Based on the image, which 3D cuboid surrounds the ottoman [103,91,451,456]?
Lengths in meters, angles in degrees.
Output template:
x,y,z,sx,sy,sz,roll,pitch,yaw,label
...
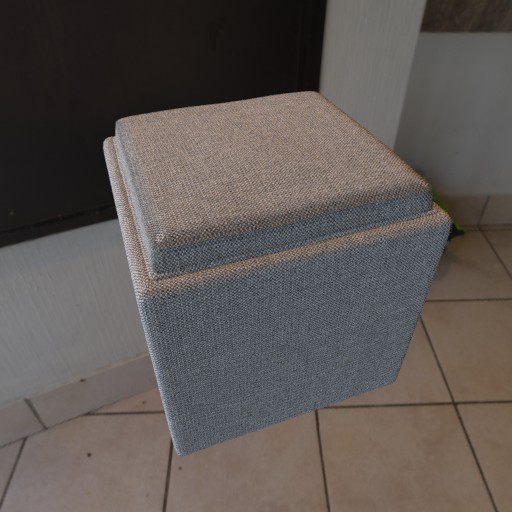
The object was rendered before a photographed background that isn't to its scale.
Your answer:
x,y,z,sx,sy,sz,roll,pitch,yaw,label
0.000,0.000,0.842,0.454,0.487,0.436,-13,43,-15,ottoman
